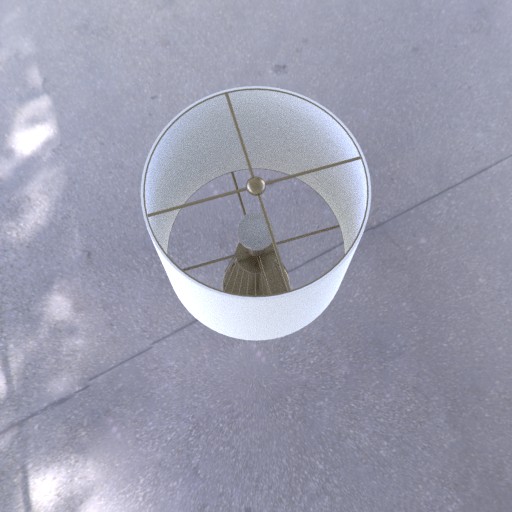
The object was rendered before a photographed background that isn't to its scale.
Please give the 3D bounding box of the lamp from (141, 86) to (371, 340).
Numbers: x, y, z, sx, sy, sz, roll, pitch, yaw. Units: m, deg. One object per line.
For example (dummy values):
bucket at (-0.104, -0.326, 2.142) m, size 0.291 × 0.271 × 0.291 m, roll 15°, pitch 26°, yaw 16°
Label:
lamp at (0.000, 0.000, 0.790) m, size 0.303 × 0.618 × 0.303 m, roll 0°, pitch 75°, yaw 0°
